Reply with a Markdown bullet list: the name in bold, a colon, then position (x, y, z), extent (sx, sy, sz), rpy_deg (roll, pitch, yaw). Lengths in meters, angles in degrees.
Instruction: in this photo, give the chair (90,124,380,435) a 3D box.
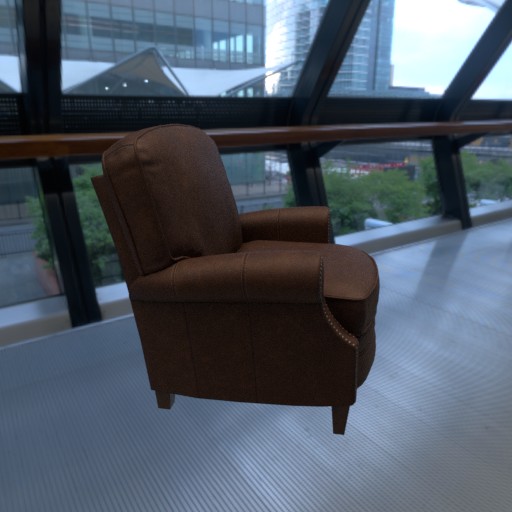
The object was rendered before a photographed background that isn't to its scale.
- **chair**: position (0.000, 0.000, 1.784), extent (0.986, 1.018, 0.936), rpy_deg (3, 17, 10)
